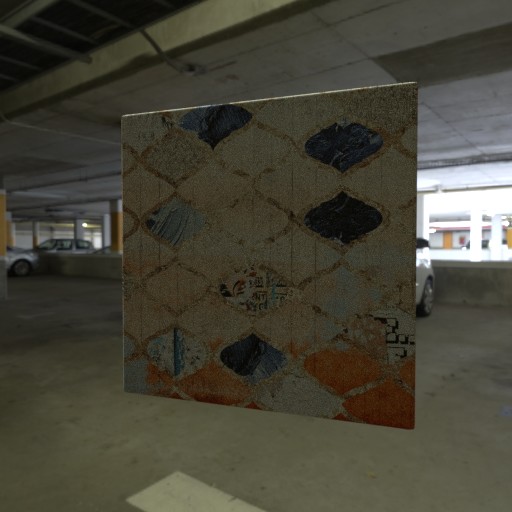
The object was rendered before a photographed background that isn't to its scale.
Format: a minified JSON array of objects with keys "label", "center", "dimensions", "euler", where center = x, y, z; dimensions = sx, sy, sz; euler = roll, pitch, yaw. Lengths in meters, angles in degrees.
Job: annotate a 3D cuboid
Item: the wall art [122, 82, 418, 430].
[{"label":"wall art","center":[0.000,0.000,0.746],"dimensions":[0.507,0.508,0.038],"euler":[1,2,19]}]
